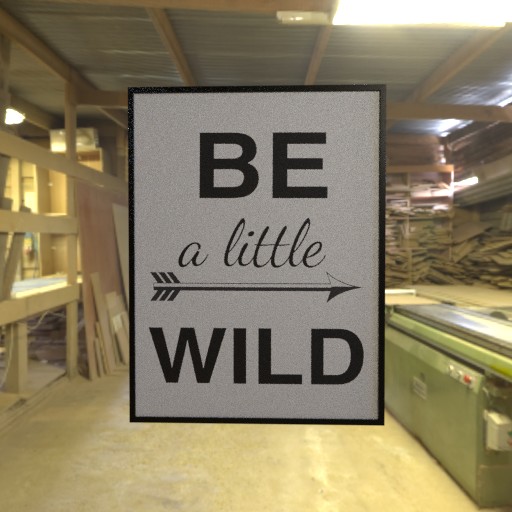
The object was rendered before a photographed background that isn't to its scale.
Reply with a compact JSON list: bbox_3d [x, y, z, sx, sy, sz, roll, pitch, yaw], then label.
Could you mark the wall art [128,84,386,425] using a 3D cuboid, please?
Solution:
[{"bbox_3d":[0.000,0.000,0.769,0.442,0.582,0.013,0,1,2],"label":"wall art"}]
